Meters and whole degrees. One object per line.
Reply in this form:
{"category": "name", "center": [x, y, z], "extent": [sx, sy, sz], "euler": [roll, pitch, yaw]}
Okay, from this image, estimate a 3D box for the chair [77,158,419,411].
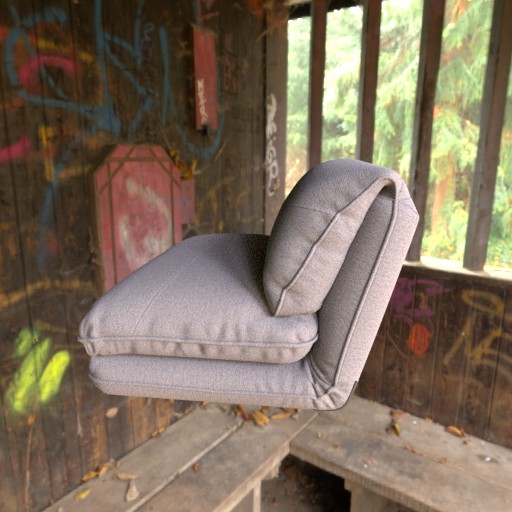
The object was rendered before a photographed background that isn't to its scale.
{"category": "chair", "center": [0.000, 0.000, 1.355], "extent": [0.780, 0.580, 0.820], "euler": [2, 14, 8]}
